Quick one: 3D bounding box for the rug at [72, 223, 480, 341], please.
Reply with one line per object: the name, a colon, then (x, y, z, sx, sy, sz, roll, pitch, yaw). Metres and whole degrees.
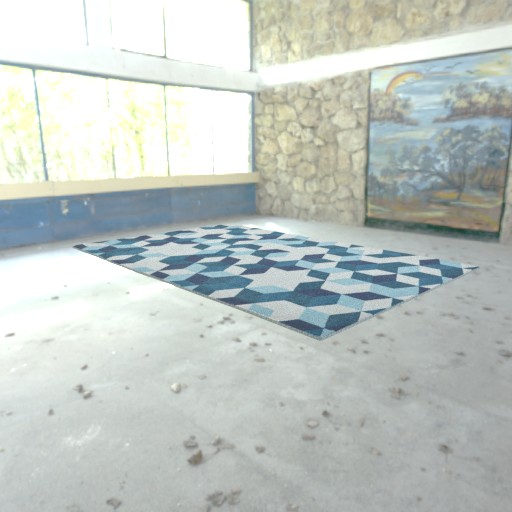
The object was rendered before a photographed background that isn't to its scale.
rug: (0.000, 0.000, 2.354, 1.235, 0.014, 1.829, -12, 18, -42)
